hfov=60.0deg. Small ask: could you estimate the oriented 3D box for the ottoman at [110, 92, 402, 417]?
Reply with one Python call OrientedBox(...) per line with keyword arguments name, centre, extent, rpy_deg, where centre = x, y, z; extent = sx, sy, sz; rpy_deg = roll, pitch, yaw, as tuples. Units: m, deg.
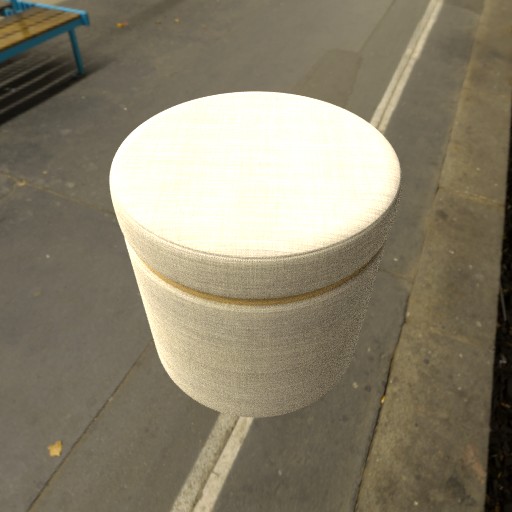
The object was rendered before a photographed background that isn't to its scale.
OrientedBox(name="ottoman", centre=(0.000, 0.000, 0.750), extent=(0.400, 0.406, 0.400), rpy_deg=(0, 46, 0))
